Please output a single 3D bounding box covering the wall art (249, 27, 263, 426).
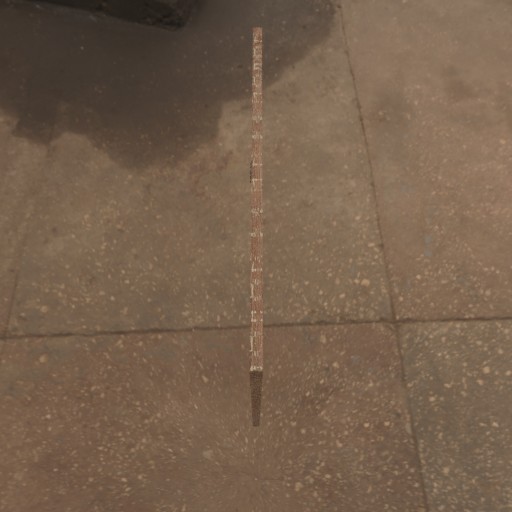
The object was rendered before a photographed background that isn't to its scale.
[{"bbox_3d":[0.000,0.000,0.585,0.012,0.384,0.384,0,63,0],"label":"wall art"}]
